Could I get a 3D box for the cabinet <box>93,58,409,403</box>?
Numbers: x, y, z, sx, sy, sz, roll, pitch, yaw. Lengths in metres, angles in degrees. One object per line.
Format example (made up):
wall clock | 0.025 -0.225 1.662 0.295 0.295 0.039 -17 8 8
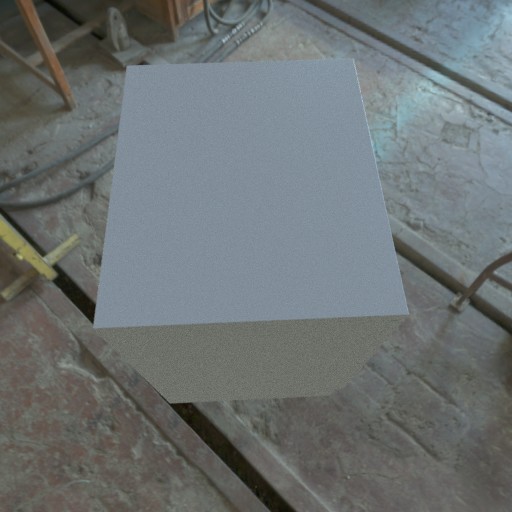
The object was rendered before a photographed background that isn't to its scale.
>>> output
cabinet | 0.000 0.000 0.768 0.360 0.470 0.400 -2 63 -1
